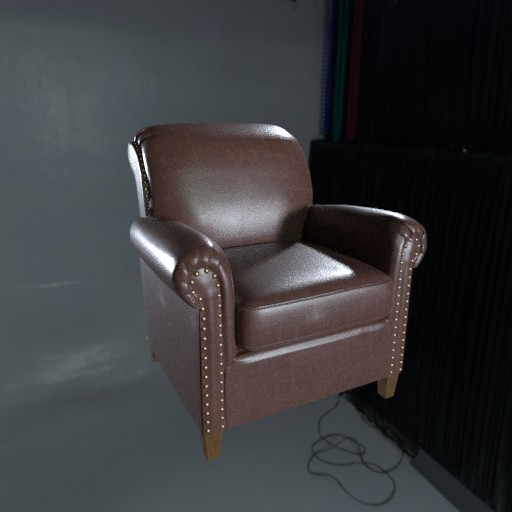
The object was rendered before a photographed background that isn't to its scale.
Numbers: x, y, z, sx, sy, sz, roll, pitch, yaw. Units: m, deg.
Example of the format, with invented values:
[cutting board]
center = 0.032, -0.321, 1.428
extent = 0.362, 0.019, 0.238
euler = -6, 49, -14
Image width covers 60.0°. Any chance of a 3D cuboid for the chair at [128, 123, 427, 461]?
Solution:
[chair]
center = 0.000, 0.000, 1.605
extent = 0.854, 0.927, 0.890
euler = -8, 18, -26
